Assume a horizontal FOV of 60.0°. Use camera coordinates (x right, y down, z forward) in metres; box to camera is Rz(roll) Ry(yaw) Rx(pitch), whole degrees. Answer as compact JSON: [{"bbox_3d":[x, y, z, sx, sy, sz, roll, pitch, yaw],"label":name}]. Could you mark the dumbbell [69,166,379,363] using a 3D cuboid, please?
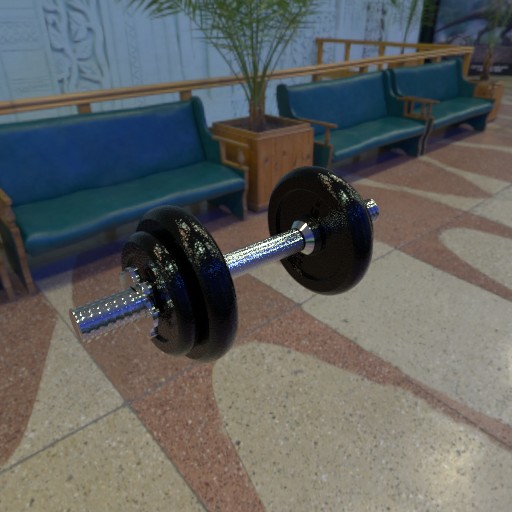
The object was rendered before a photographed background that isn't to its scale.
[{"bbox_3d":[0.000,0.000,0.612,0.497,0.202,0.202,-22,36,-33],"label":"dumbbell"}]
